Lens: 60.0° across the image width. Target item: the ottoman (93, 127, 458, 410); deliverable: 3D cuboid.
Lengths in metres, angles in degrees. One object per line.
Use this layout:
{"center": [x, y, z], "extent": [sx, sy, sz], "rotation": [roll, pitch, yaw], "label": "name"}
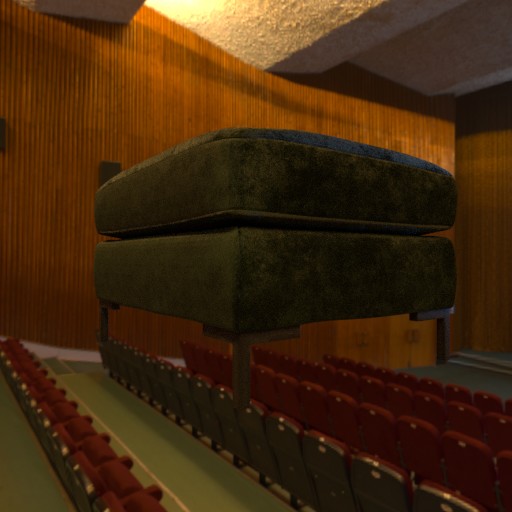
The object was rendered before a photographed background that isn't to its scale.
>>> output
{"center": [0.000, 0.000, 1.276], "extent": [0.701, 0.538, 0.839], "rotation": [0, -1, -36], "label": "ottoman"}
